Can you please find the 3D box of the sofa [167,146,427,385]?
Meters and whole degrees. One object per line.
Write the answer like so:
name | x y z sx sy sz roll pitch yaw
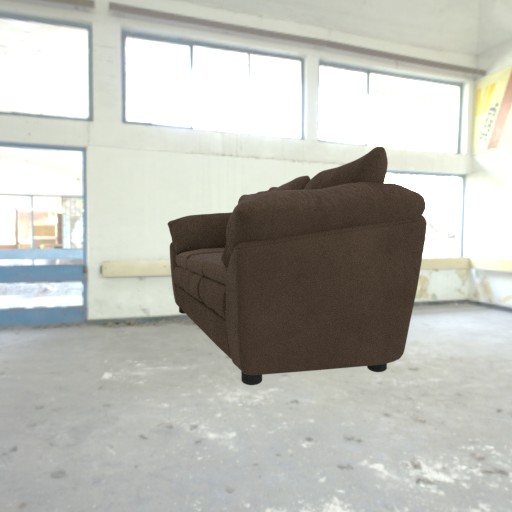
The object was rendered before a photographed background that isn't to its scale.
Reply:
sofa | 0.000 0.000 2.876 0.878 1.015 2.336 -1 2 -18
